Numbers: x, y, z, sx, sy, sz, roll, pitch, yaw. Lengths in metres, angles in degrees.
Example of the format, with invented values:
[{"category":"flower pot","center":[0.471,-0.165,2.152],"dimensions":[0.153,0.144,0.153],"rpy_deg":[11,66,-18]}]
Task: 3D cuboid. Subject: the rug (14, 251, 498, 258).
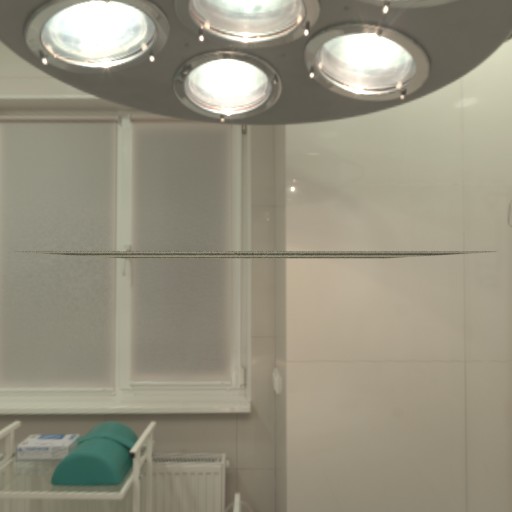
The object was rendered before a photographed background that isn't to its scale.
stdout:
[{"category":"rug","center":[0.000,0.000,3.984],"dimensions":[3.037,0.004,2.453],"rpy_deg":[0,-1,0]}]
